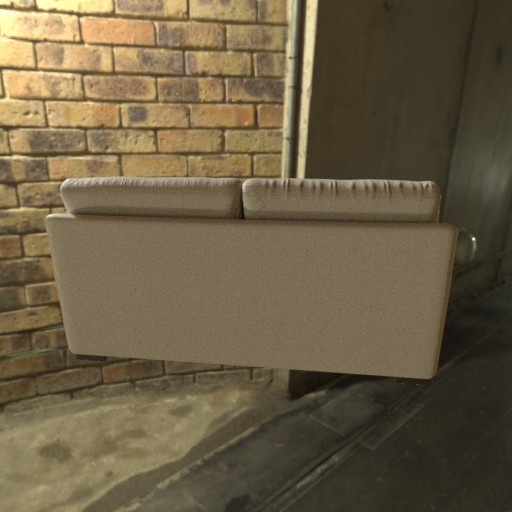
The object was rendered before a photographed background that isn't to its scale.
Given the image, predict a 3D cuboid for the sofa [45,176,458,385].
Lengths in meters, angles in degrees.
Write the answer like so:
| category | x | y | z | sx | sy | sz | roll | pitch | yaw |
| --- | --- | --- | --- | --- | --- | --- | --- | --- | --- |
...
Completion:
| category | x | y | z | sx | sy | sz | roll | pitch | yaw |
| --- | --- | --- | --- | --- | --- | --- | --- | --- | --- |
| sofa | 0.000 | 0.000 | 2.512 | 1.880 | 0.940 | 1.143 | 2 | 15 | 8 |
